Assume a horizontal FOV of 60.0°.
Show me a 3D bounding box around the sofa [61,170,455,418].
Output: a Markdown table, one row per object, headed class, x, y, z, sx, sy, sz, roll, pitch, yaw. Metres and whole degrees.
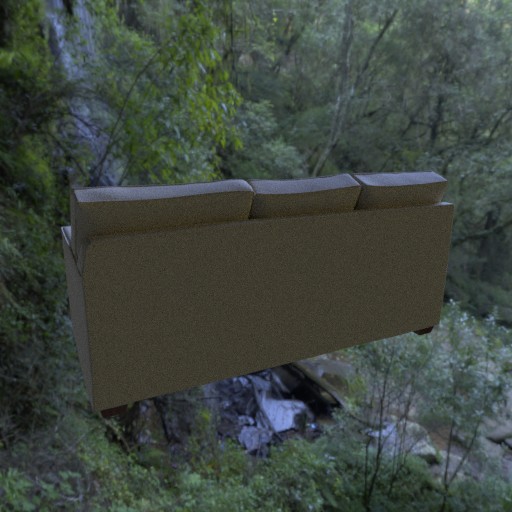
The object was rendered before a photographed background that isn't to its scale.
| class | x | y | z | sx | sy | sz | roll | pitch | yaw |
| --- | --- | --- | --- | --- | --- | --- | --- | --- | --- |
| sofa | 0.000 | 0.000 | 2.516 | 1.963 | 0.946 | 1.034 | -7 | 17 | -26 |
